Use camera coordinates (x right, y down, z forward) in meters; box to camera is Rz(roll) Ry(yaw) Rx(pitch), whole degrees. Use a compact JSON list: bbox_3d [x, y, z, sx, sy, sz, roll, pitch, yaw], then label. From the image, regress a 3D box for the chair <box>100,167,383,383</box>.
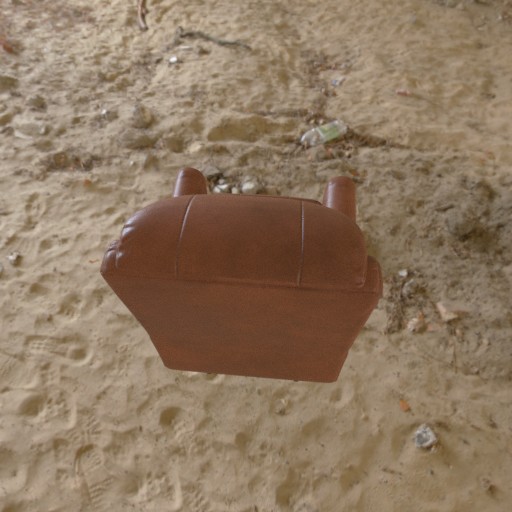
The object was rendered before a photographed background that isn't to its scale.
[{"bbox_3d":[0.000,0.000,1.800,0.838,1.054,1.014,4,47,4],"label":"chair"}]
